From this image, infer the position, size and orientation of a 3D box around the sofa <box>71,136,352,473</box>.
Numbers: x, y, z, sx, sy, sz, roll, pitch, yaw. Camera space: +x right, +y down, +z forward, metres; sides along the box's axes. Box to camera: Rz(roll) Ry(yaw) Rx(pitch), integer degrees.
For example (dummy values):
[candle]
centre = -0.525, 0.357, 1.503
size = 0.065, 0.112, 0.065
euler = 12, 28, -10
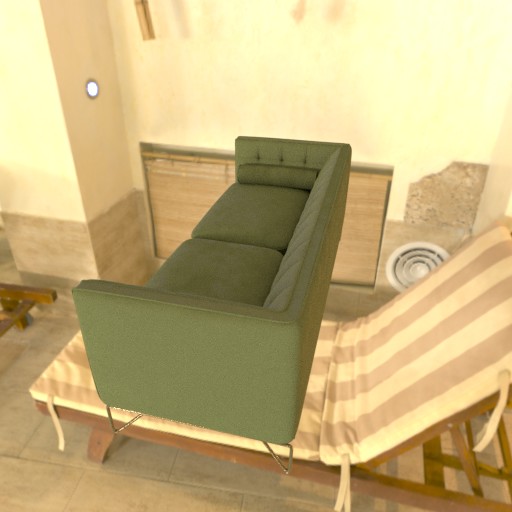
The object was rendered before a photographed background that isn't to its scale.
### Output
[sofa]
centre = 0.000, 0.000, 2.538
size = 0.867, 0.789, 2.087
euler = 8, 31, 13
